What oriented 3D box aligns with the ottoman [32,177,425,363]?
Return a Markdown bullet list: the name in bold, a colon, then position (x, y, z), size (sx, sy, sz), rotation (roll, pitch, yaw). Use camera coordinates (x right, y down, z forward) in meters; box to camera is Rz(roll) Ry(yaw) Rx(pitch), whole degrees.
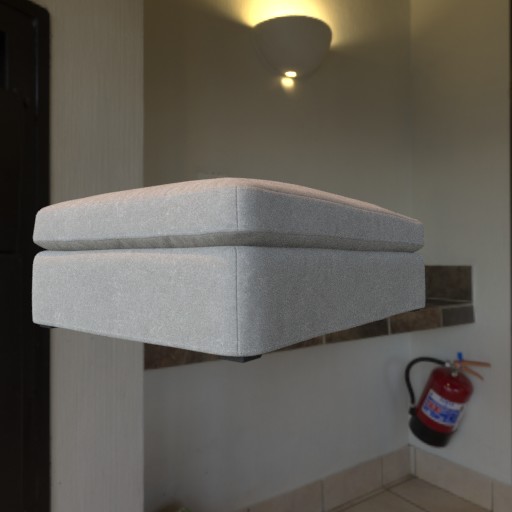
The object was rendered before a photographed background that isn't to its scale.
- **ottoman**: position (0.000, 0.000, 1.545), size (0.840, 0.429, 1.199), rotation (0, -1, 37)
